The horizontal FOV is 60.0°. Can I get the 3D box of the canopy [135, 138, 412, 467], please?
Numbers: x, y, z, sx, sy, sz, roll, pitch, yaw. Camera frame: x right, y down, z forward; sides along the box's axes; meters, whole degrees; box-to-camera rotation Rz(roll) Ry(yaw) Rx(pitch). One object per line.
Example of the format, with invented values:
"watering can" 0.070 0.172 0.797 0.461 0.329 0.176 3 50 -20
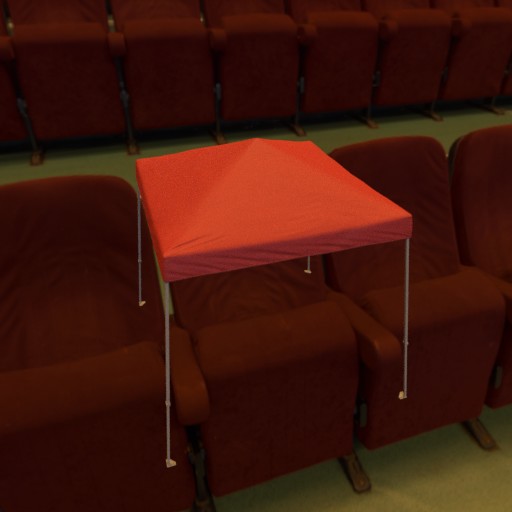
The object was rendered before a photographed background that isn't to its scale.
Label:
"canopy" 0.000 0.000 6.689 3.600 3.600 3.599 -10 34 -15
